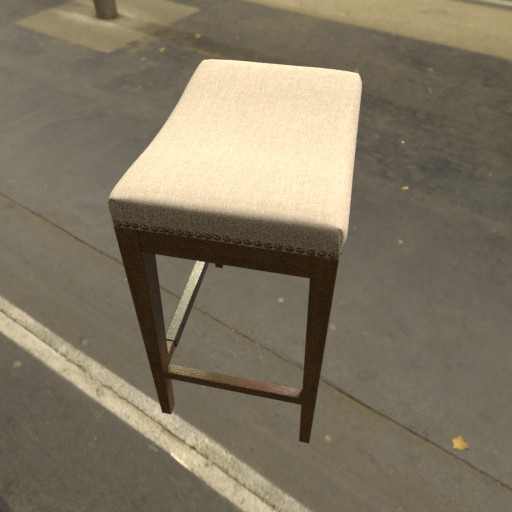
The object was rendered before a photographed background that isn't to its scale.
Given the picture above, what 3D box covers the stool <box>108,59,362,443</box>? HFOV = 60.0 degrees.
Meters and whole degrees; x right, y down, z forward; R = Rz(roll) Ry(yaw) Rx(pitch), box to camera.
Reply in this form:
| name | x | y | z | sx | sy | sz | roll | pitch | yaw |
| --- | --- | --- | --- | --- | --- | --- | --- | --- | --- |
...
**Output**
| name | x | y | z | sx | sy | sz | roll | pitch | yaw |
| --- | --- | --- | --- | --- | --- | --- | --- | --- | --- |
| stool | 0.000 | 0.000 | 0.975 | 0.356 | 0.660 | 0.508 | 9 | 47 | 8 |
